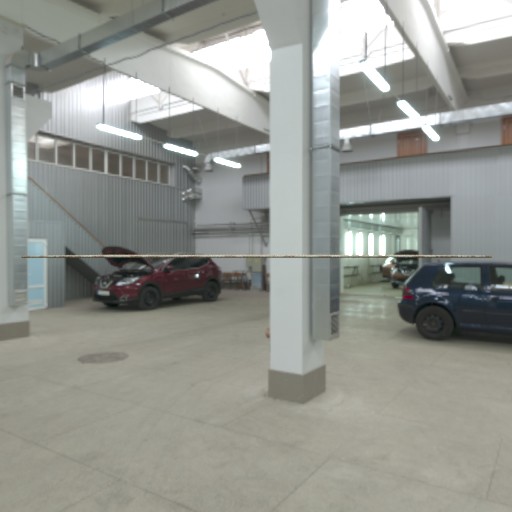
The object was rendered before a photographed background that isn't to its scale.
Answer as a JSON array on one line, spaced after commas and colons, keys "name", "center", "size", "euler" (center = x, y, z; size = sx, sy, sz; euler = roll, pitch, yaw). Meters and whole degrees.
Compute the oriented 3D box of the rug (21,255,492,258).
[{"name": "rug", "center": [0.000, 0.000, 3.041], "size": [2.435, 0.011, 1.526], "euler": [0, 0, -2]}]
